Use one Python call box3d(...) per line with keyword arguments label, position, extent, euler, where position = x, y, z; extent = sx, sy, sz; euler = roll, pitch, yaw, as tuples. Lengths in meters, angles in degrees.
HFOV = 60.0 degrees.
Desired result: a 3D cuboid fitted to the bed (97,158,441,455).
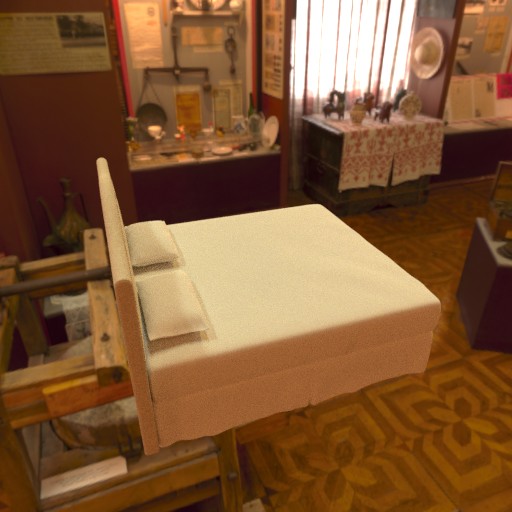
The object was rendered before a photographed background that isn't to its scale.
box3d(label="bed", position=(0.000, 0.000, 3.553), extent=(2.182, 1.421, 2.083), euler=(-10, 31, -17))
